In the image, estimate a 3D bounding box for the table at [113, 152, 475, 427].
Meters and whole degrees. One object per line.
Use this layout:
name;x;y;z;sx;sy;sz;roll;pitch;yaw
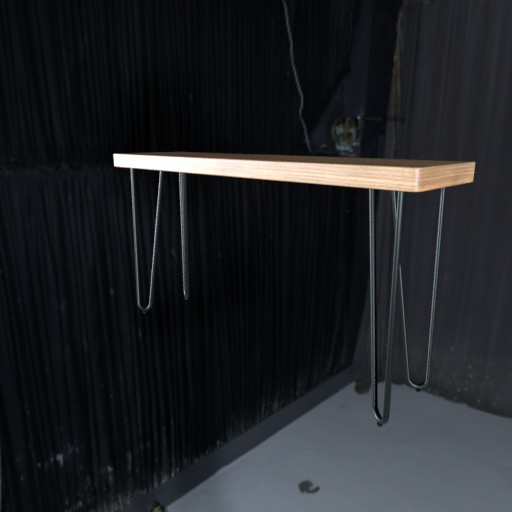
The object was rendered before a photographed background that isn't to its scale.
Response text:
table;0.000;0.000;1.907;1.570;0.834;0.425;14;20;42
